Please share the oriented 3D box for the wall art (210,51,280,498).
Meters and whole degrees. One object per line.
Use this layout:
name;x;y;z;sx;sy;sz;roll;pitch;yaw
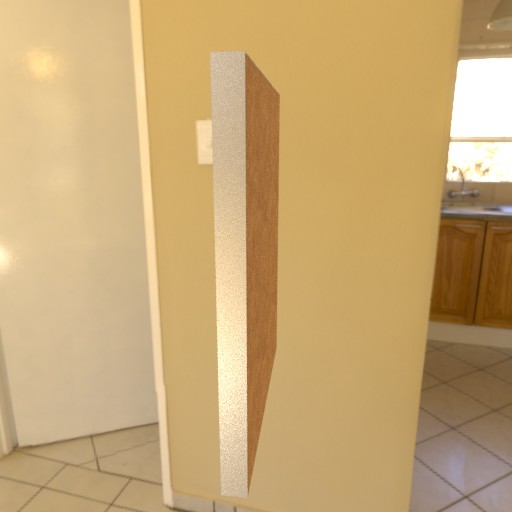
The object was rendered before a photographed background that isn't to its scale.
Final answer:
wall art;0.000;0.000;0.746;0.037;0.554;0.453;2;15;7
